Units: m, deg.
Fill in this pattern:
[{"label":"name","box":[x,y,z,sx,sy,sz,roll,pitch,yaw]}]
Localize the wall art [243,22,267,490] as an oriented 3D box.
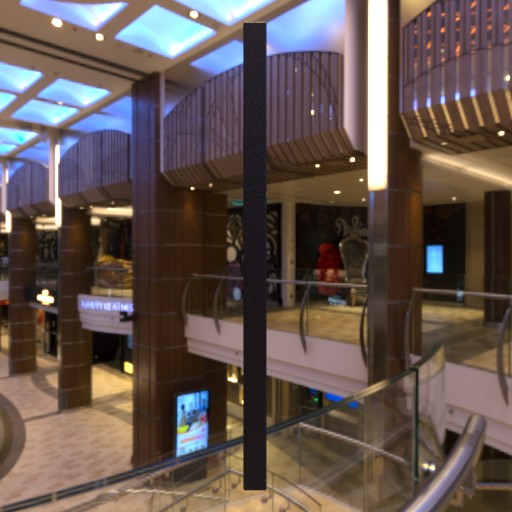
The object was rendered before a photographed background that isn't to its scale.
[{"label":"wall art","box":[0.000,0.000,0.756,0.028,0.559,0.457,0,0,0]}]
